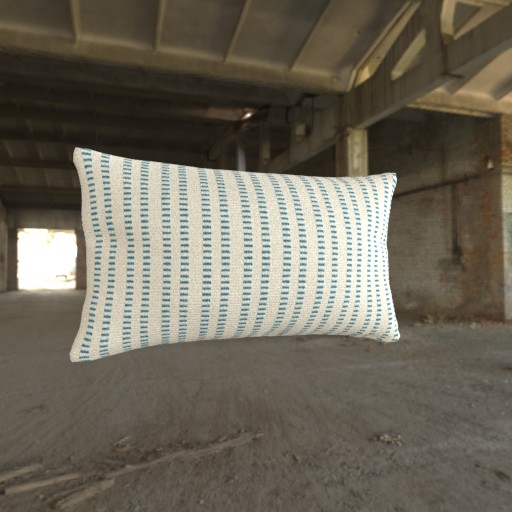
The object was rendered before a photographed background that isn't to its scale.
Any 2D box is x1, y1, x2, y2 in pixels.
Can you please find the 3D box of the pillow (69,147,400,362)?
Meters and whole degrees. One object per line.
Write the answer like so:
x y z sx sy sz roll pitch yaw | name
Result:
0.000 0.000 0.821 0.640 0.353 0.210 0 -2 -19 | pillow
